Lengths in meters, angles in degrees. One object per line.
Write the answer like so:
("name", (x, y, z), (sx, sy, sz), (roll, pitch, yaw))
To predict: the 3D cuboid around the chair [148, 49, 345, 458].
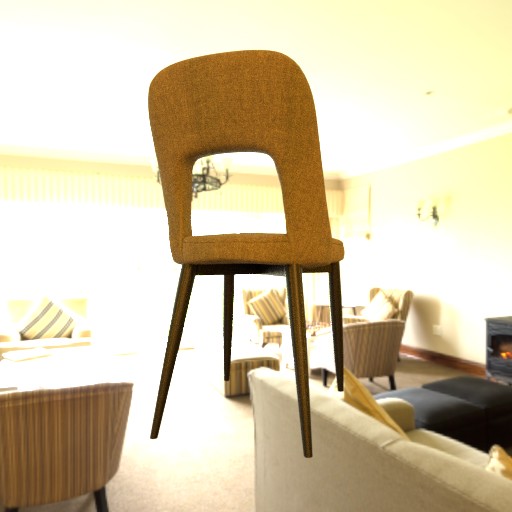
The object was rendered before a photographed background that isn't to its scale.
("chair", (0.000, 0.000, 1.286), (0.470, 0.931, 0.612), (0, 0, 18))
